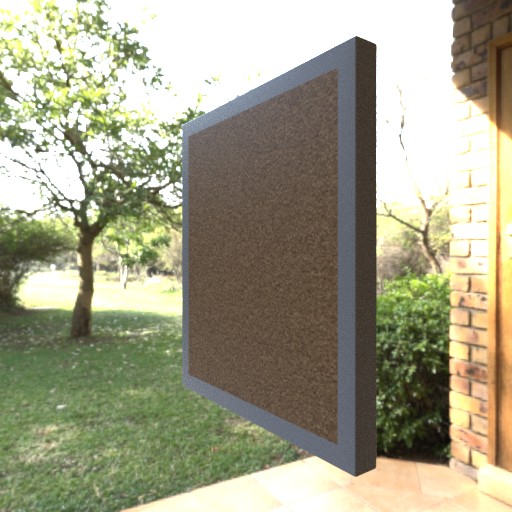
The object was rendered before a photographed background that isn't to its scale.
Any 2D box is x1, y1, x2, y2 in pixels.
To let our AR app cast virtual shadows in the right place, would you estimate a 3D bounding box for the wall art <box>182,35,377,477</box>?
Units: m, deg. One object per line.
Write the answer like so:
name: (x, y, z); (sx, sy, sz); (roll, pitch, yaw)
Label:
wall art: (0.000, 0.000, 0.522); (0.028, 0.381, 0.331); (0, 0, -36)
